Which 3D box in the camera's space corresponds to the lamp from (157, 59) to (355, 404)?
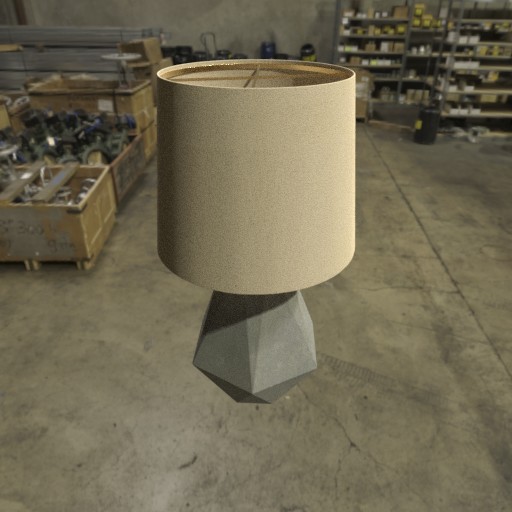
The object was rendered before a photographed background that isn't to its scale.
[{"bbox_3d":[0.000,0.000,0.645,0.276,0.501,0.276,0,30,0],"label":"lamp"}]
